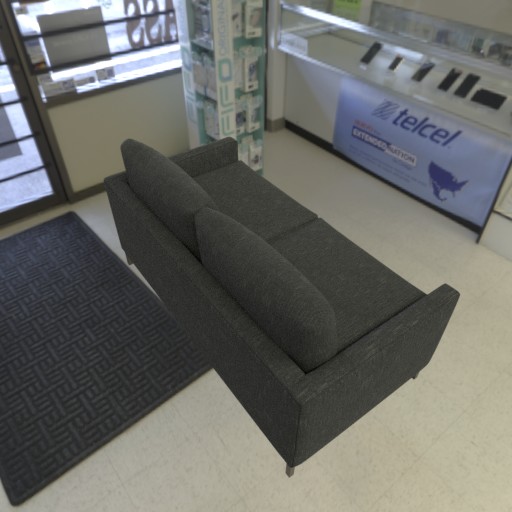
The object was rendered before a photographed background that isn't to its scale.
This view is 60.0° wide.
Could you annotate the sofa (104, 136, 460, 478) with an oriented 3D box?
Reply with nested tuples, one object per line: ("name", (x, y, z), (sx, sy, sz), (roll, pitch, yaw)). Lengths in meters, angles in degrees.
("sofa", (0.000, 0.000, 2.235), (0.866, 0.862, 1.716), (-26, 48, -26))
